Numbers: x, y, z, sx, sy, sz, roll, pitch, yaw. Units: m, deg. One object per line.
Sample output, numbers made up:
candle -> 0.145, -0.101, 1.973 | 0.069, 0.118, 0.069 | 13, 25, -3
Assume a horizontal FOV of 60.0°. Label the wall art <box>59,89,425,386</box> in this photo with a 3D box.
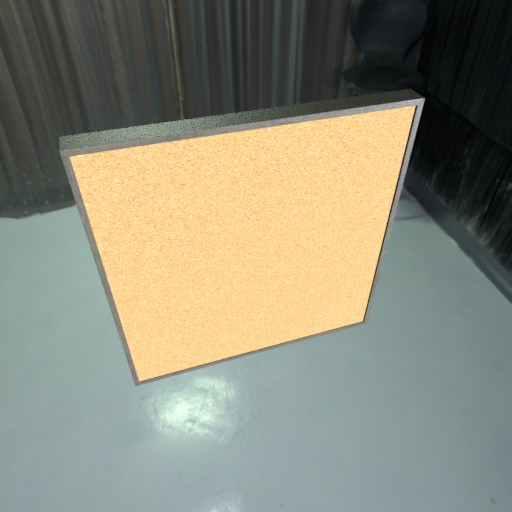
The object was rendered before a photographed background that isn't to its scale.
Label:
wall art -> 0.000, 0.000, 0.769 | 0.507, 0.507, 0.037 | -12, 43, -14
